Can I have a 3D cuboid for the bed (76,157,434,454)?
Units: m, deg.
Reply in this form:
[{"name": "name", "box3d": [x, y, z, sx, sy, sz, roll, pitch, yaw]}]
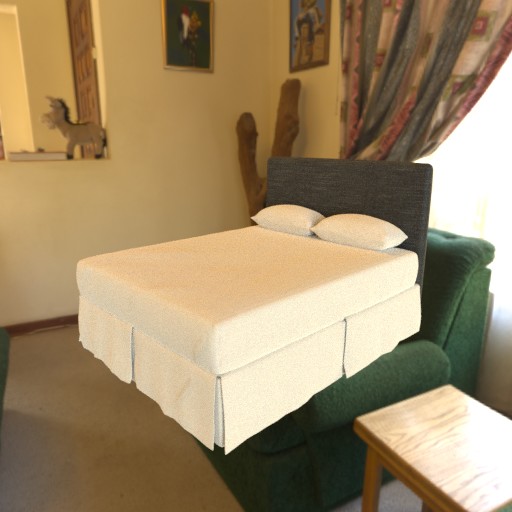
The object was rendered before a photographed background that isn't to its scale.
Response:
[{"name": "bed", "box3d": [0.000, 0.000, 3.252, 2.142, 1.330, 1.723, -14, 20, -42]}]
